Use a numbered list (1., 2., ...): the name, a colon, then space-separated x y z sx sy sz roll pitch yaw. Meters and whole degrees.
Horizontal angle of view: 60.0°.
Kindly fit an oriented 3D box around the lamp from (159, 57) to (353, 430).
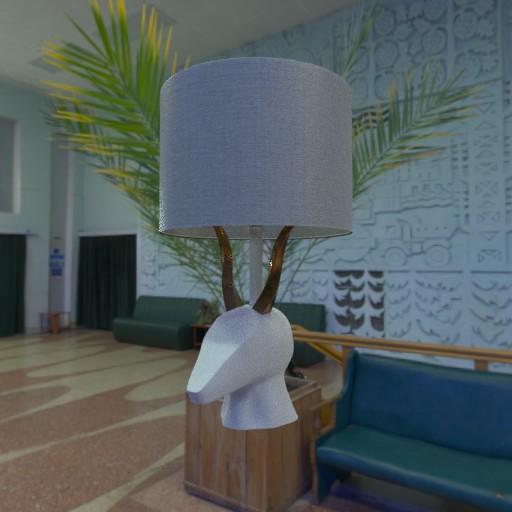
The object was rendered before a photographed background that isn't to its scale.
1. lamp: 0.000 0.000 0.699 0.298 0.503 0.298 -1 -2 36
